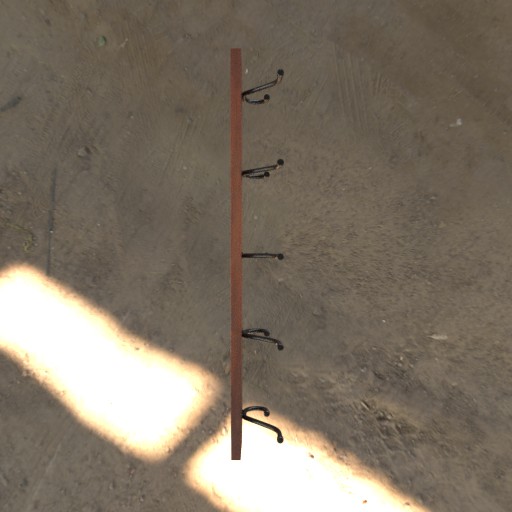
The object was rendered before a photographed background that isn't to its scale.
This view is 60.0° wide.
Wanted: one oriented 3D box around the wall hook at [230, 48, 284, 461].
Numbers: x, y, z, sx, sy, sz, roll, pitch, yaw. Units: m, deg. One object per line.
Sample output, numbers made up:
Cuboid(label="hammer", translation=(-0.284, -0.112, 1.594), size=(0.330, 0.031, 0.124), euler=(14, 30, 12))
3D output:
Cuboid(label="wall hook", translation=(0.000, 0.000, 0.616), size=(0.071, 0.117, 0.571), euler=(0, 91, 0))
